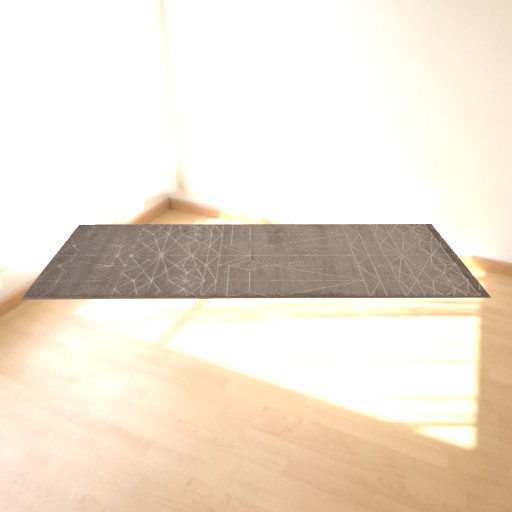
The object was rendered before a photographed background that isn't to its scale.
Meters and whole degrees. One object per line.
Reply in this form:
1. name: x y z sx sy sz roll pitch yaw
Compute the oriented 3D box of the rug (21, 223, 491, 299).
1. rug: 0.000 0.000 2.625 2.388 0.012 0.864 0 30 0
